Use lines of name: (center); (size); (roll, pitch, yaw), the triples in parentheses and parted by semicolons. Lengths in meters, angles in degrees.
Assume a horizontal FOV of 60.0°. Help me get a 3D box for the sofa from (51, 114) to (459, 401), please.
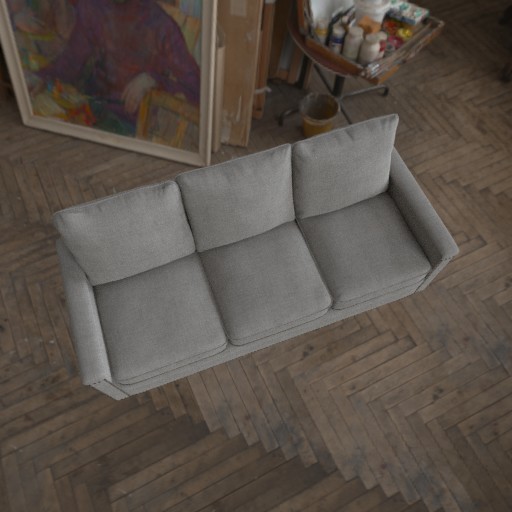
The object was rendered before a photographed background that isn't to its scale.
sofa: (0.000, 0.000, 2.382); (1.925, 0.959, 0.828); (-18, 65, -9)
